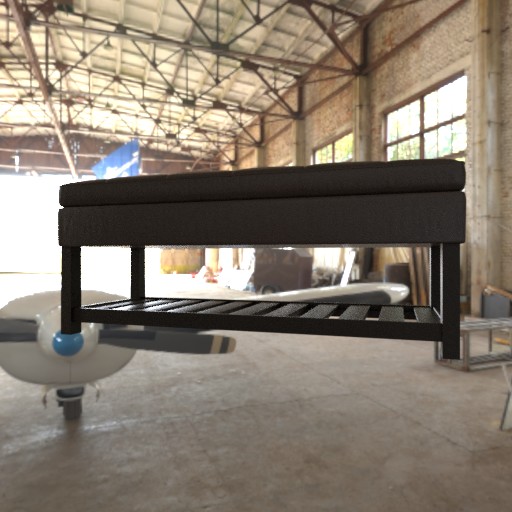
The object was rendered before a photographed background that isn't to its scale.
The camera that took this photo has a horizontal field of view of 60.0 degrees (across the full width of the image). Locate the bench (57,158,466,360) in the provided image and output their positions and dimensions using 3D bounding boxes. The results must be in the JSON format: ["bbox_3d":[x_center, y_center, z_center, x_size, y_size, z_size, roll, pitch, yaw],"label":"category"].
[{"bbox_3d":[0.000,0.000,1.333,1.105,0.460,0.432,0,0,18],"label":"bench"}]
